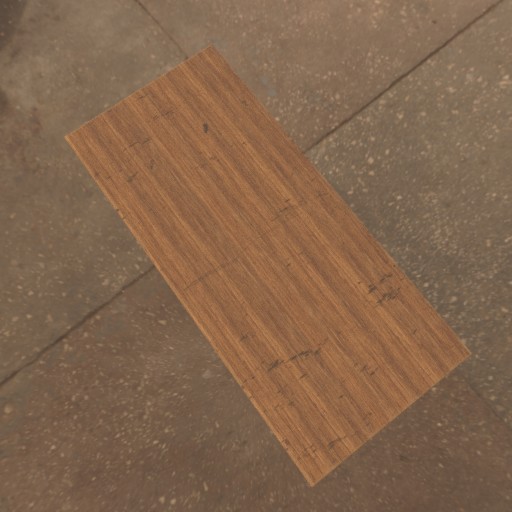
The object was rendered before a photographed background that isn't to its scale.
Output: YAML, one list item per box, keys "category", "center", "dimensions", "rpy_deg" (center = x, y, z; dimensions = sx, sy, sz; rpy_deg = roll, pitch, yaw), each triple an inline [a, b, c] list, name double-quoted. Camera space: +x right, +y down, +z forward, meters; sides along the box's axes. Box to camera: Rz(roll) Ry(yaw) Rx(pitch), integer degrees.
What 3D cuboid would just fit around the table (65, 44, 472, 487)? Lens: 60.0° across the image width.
- category: "table"
  center: [0.000, 0.000, 2.668]
  dimensions: [1.000, 0.757, 2.200]
  rpy_deg: [-36, 79, -8]
